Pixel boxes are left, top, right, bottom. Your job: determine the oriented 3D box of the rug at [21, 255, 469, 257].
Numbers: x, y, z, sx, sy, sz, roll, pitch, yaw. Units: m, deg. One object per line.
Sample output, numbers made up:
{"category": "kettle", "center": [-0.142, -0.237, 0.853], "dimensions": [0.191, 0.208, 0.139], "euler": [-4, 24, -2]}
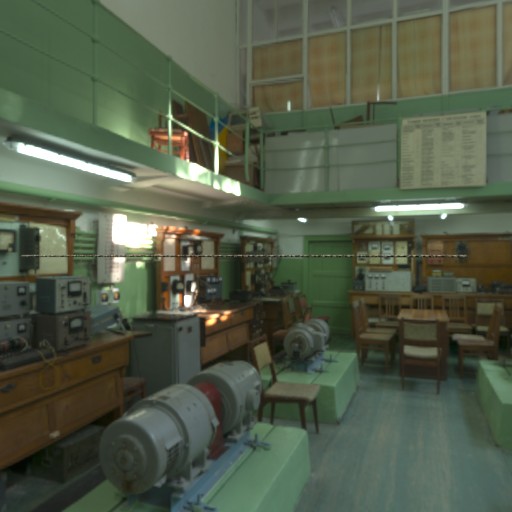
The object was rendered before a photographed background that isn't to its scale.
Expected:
{"category": "rug", "center": [0.000, 0.000, 2.257], "dimensions": [1.828, 0.008, 1.219], "euler": [0, 0, 19]}
